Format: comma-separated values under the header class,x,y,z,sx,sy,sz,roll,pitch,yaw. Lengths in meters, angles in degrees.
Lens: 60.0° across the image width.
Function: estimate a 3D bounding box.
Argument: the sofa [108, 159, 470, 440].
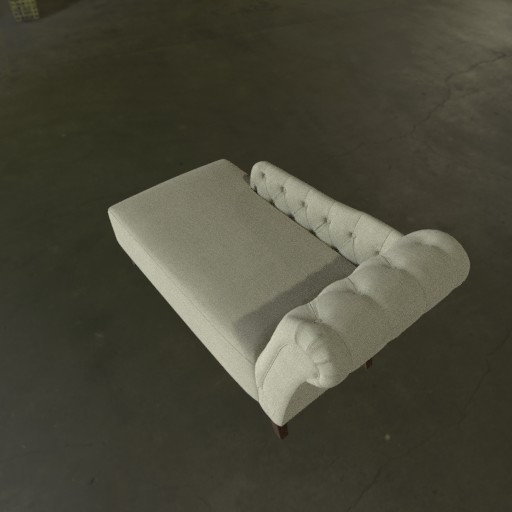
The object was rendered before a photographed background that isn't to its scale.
class,x,y,z,sx,sy,sz,roll,pitch,yaw
sofa,0.000,0.000,1.793,0.675,0.787,1.379,-30,52,-26
